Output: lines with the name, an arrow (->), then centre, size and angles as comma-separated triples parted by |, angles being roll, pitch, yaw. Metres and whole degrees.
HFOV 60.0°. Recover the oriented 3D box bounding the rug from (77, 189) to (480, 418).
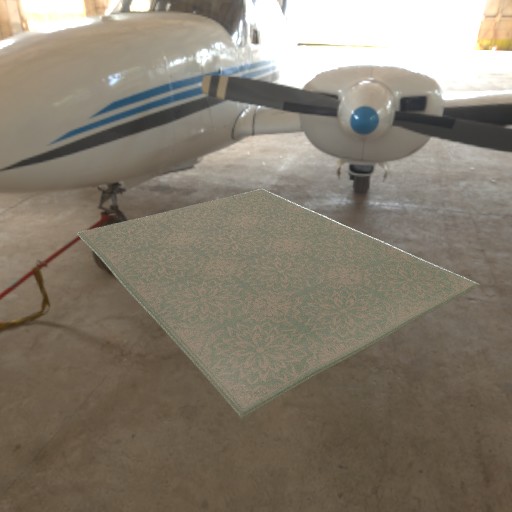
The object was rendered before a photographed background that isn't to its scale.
rug -> 0.000, 0.000, 4.068 | 2.363, 0.012, 2.980 | -18, 33, -32
